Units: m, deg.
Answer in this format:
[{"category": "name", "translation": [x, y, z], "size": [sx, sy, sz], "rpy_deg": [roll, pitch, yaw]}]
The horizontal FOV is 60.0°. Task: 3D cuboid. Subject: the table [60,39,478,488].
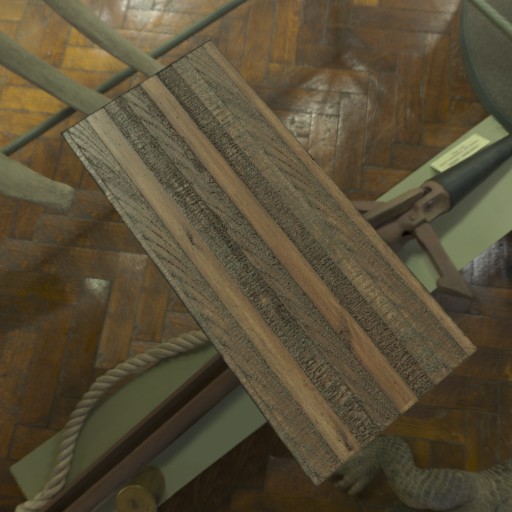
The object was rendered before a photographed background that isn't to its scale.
[{"category": "table", "translation": [0.000, 0.000, 1.212], "size": [0.452, 0.399, 0.990], "rpy_deg": [-36, 78, -9]}]
